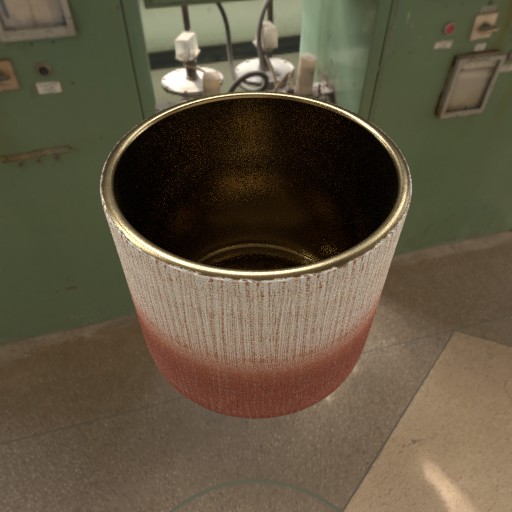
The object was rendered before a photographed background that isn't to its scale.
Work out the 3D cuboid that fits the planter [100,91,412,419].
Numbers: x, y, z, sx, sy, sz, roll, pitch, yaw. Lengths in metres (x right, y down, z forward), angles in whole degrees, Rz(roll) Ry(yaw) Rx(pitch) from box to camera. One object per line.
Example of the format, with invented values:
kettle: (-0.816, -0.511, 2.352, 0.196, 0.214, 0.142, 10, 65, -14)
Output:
planter: (0.000, 0.000, 0.311, 0.178, 0.157, 0.178, 0, 47, 0)
